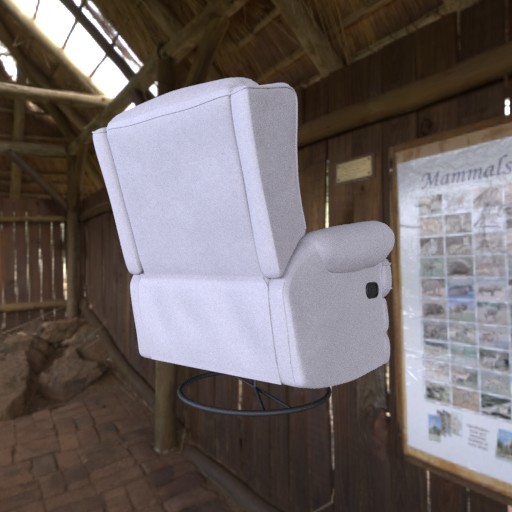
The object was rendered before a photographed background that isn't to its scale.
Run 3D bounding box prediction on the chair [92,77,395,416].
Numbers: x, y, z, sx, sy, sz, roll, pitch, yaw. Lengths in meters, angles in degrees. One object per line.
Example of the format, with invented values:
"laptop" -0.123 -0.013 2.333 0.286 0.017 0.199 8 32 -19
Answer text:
"chair" 0.000 0.000 1.673 0.847 1.011 0.969 0 -1 37
